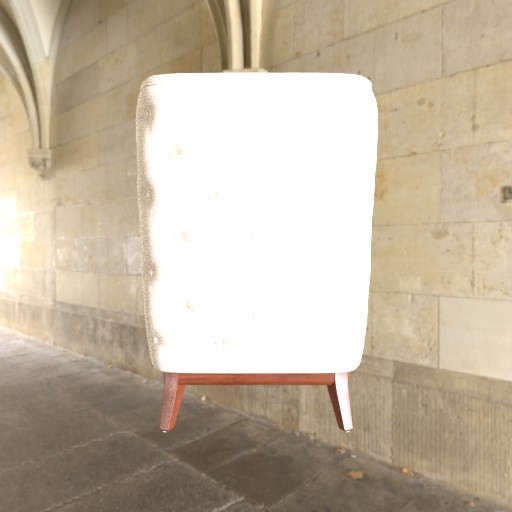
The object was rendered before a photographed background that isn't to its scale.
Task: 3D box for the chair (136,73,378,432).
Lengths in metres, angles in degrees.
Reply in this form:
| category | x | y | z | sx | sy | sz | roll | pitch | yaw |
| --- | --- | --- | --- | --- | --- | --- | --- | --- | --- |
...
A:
| category | x | y | z | sx | sy | sz | roll | pitch | yaw |
| --- | --- | --- | --- | --- | --- | --- | --- | --- | --- |
| chair | 0.000 | 0.000 | 1.643 | 0.778 | 1.079 | 0.899 | 0 | 0 | 0 |
